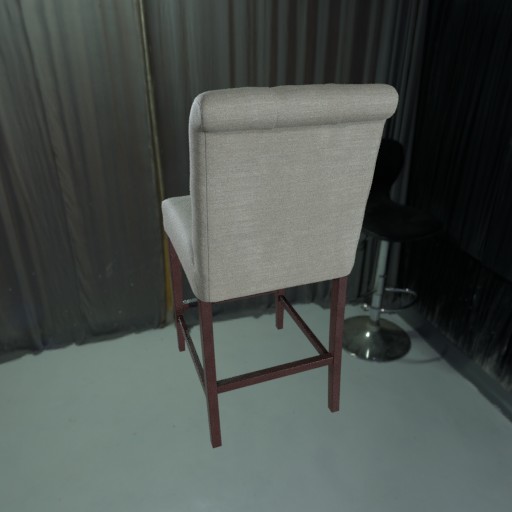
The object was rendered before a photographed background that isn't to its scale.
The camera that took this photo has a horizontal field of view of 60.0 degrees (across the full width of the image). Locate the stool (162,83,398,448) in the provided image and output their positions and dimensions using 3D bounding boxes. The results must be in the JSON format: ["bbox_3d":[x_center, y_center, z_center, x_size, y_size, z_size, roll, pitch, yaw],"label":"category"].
[{"bbox_3d":[0.000,0.000,1.422,0.486,1.084,0.660,-10,29,-18],"label":"stool"}]
